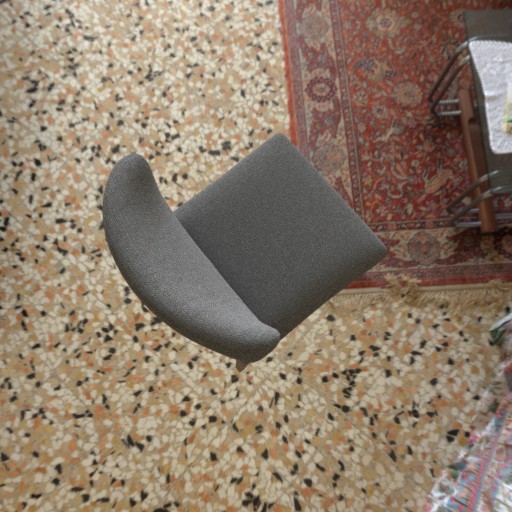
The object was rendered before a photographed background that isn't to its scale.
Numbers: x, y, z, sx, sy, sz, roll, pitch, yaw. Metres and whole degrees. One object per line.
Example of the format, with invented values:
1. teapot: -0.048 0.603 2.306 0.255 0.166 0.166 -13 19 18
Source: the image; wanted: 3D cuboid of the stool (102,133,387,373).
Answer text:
1. stool: 0.000 0.000 1.281 0.568 0.968 0.479 -38 79 -9
